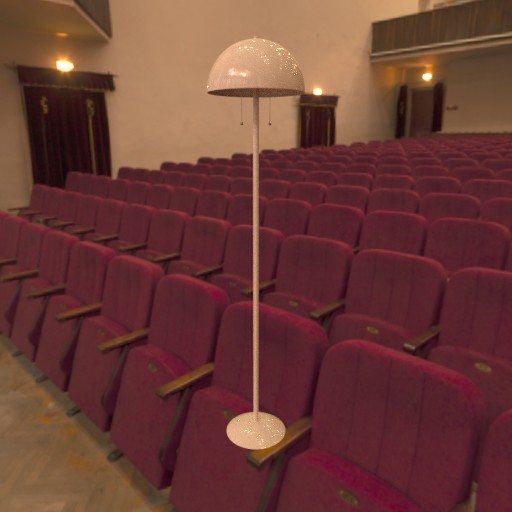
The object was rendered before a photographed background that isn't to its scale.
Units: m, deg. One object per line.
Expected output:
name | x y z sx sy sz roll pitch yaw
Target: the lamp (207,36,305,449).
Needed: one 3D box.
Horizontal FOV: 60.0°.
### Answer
lamp | 0.000 0.000 1.635 0.328 1.480 0.328 -14 20 -42
